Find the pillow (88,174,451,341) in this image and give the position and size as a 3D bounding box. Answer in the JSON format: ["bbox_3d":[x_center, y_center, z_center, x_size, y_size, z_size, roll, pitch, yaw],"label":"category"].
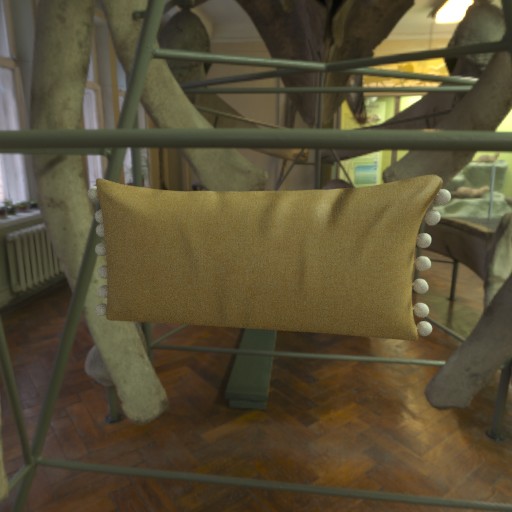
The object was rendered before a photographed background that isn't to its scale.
[{"bbox_3d":[0.000,0.000,0.870,0.709,0.322,0.201,2,15,8],"label":"pillow"}]
